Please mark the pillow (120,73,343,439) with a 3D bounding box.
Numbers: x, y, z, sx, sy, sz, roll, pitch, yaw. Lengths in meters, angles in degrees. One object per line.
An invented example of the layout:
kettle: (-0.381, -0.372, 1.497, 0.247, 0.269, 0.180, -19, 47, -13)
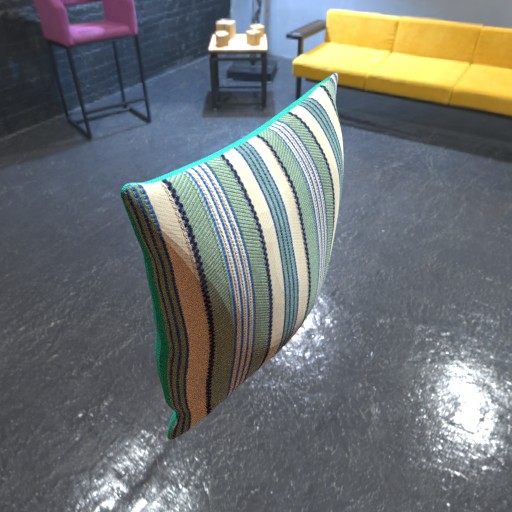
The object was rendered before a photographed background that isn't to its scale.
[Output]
pillow: (0.000, 0.000, 0.670, 0.182, 0.441, 0.440, 24, 45, 26)
